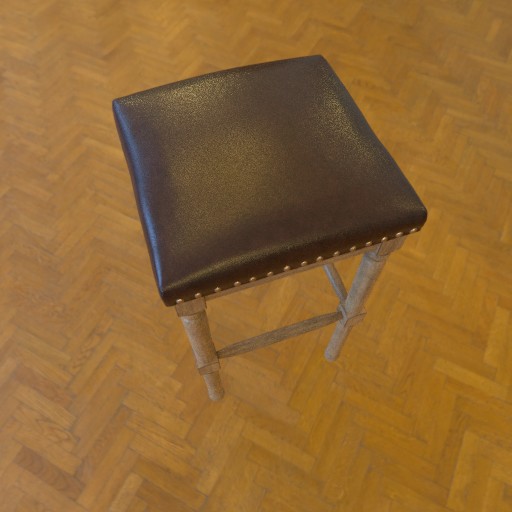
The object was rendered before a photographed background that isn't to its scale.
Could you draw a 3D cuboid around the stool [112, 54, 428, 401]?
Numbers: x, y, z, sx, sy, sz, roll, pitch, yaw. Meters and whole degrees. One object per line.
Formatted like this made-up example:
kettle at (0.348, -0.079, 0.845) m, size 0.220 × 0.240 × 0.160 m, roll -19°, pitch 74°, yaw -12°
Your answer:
stool at (0.000, 0.000, 0.927) m, size 0.383 × 0.702 × 0.382 m, roll -16°, pitch 60°, yaw -10°
